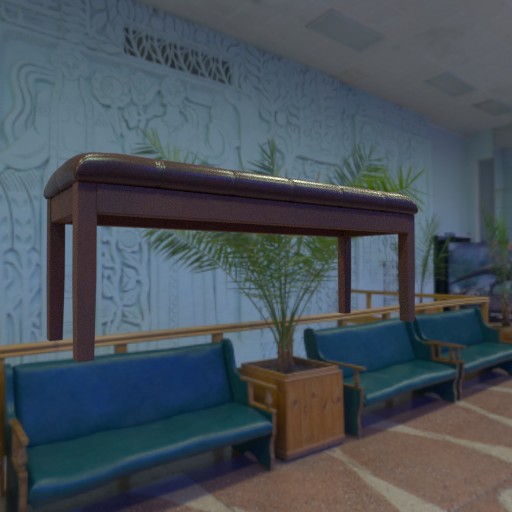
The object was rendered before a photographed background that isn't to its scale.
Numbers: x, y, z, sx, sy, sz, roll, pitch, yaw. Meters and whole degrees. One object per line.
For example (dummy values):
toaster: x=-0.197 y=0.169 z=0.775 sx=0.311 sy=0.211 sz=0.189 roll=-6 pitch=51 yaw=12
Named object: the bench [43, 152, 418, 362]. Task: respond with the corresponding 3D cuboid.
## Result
bench: x=0.000 y=0.000 z=1.492 sx=1.259 sy=0.491 sz=0.401 roll=1 pitch=-1 yaw=-35
